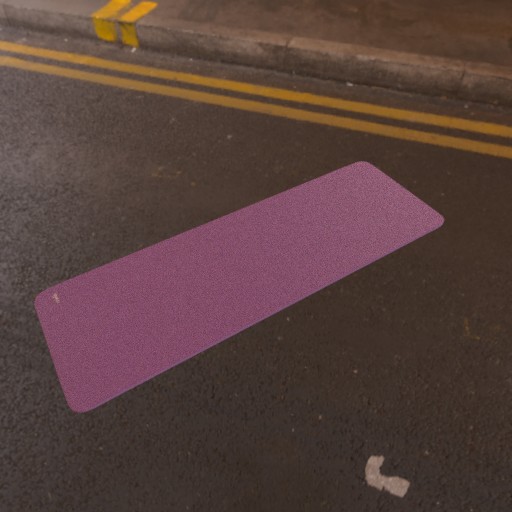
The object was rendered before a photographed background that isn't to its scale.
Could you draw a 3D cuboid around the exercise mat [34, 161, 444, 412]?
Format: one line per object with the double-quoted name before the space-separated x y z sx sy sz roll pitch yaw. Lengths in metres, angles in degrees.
"exercise mat" 0.000 0.000 2.034 1.869 0.021 0.616 -25 52 -21
